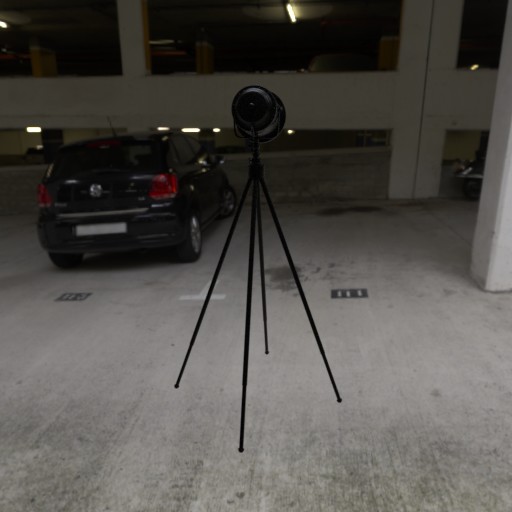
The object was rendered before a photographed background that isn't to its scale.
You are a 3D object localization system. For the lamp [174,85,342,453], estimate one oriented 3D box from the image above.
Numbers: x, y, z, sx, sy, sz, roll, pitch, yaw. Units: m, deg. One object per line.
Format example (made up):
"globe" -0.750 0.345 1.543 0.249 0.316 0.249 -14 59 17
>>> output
"lamp" 0.000 0.000 2.095 0.879 1.504 0.884 2 16 8
